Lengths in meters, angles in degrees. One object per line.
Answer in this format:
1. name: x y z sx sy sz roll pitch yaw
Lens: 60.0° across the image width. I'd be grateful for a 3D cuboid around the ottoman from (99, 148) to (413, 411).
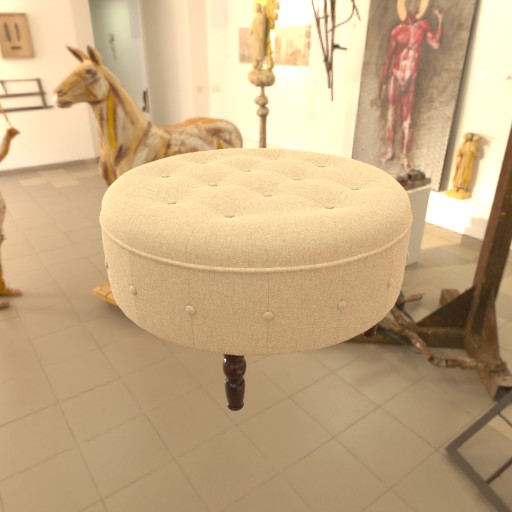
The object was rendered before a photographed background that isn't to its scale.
1. ottoman: 0.000 0.000 1.332 0.848 0.494 0.848 0 26 0
